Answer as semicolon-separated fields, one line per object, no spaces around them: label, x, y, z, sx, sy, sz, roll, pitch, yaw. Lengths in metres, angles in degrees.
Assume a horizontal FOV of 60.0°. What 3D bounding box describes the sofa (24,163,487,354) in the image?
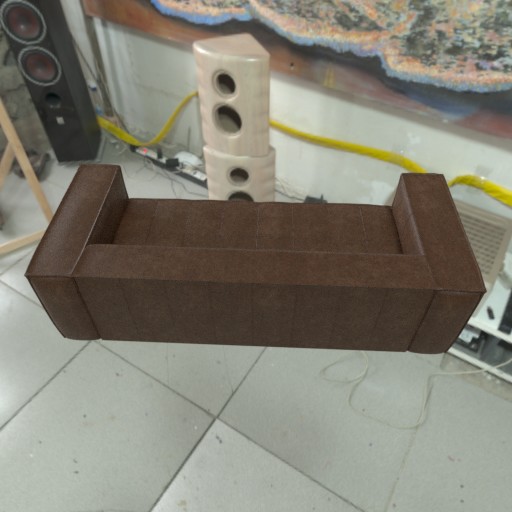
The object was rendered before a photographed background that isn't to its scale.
sofa;0.000;0.000;2.996;2.581;0.701;1.102;2;47;2
